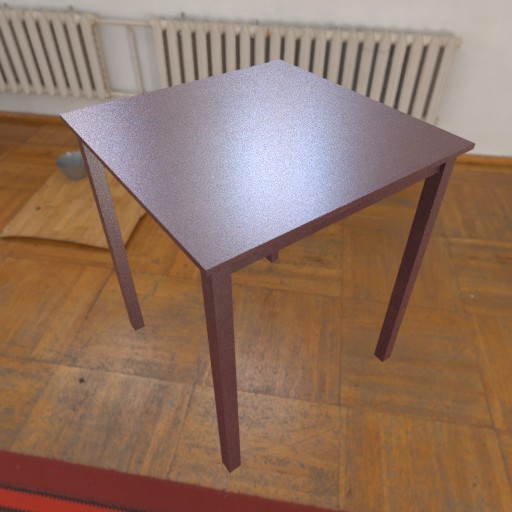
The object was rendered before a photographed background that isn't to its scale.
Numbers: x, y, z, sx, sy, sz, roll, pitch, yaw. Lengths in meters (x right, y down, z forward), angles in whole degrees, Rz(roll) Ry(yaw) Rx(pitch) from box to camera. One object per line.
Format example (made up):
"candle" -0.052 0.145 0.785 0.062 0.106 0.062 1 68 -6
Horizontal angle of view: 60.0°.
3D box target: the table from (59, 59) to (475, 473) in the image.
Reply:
"table" 0.000 0.000 1.613 0.861 0.991 0.861 -26 48 -26
